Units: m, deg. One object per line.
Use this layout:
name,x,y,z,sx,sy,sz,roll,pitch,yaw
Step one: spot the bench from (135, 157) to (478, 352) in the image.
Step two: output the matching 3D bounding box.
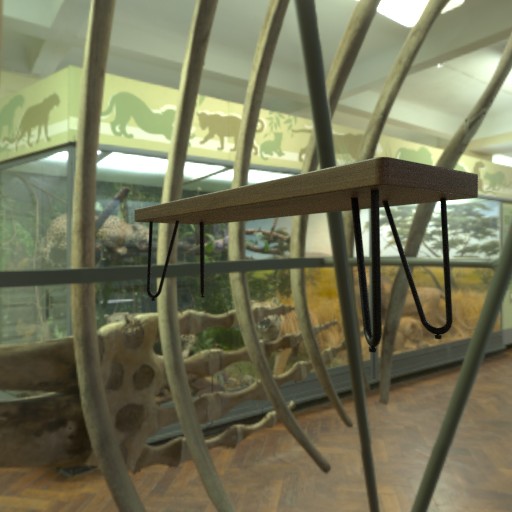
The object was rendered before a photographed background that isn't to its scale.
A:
bench,0.000,0.000,1.750,0.425,0.462,1.570,0,1,-35
